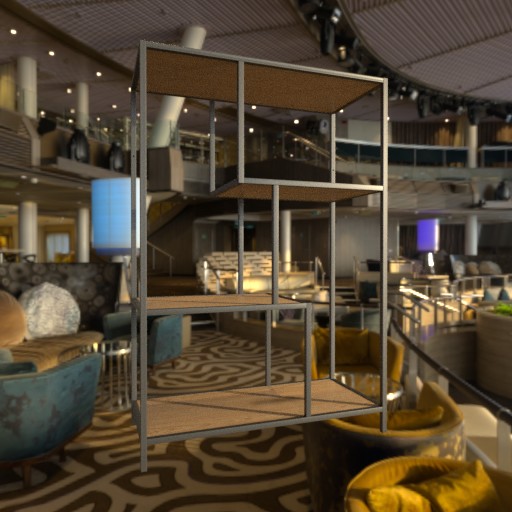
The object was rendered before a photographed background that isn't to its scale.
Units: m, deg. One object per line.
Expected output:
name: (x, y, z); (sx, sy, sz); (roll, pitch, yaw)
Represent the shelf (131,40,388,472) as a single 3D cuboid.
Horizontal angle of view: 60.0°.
shelf: (0.000, 0.000, 1.460); (0.770, 1.138, 0.350); (0, 1, -20)
